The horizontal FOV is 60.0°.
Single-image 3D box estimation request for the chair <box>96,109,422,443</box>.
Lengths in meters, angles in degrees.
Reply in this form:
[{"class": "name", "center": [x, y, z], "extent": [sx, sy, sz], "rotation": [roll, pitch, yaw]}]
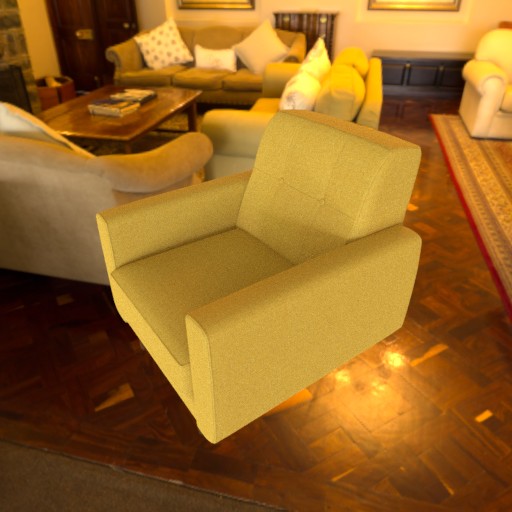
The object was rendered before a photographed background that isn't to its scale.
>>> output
[{"class": "chair", "center": [0.000, 0.000, 1.605], "extent": [0.909, 0.841, 0.831], "rotation": [-21, 38, -29]}]
